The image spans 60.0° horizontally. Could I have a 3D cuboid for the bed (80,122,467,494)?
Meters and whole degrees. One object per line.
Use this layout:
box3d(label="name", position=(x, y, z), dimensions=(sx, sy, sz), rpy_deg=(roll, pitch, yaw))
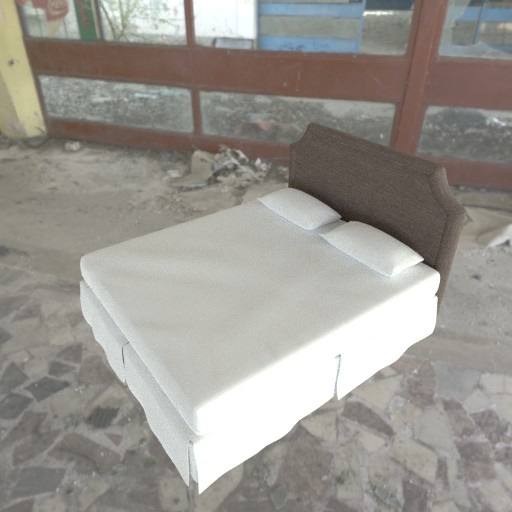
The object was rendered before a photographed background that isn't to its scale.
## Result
box3d(label="bed", position=(0.000, 0.000, 3.998), dimensions=(2.773, 1.590, 2.350), rpy_deg=(-22, 38, -30))
